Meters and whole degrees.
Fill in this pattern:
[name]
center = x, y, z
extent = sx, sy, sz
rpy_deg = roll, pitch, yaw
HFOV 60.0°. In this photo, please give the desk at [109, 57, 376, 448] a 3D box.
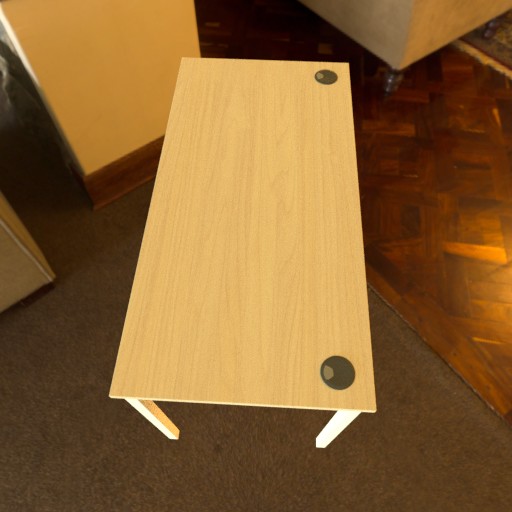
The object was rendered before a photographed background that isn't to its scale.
[desk]
center = 0.000, 0.000, 1.614
extent = 0.600, 0.750, 1.200
rpy_deg = 3, 60, 2
